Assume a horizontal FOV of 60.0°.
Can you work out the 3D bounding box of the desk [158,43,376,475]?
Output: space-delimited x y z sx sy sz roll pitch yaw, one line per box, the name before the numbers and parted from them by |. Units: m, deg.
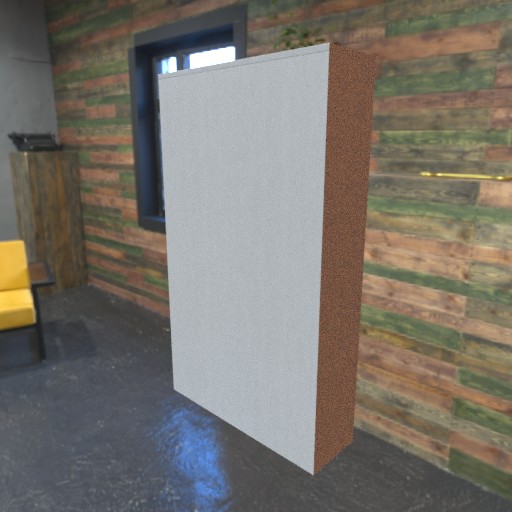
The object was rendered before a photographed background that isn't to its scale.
desk | 0.000 0.000 1.608 0.750 1.280 0.250 13 19 42
